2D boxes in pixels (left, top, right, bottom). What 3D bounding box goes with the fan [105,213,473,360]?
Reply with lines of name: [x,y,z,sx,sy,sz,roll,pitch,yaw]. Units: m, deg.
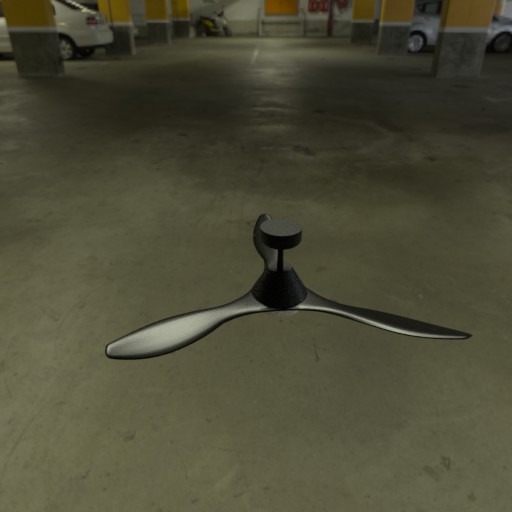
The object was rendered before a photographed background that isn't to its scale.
fan: [0.000,0.000,1.609,1.067,0.305,1.067,-8,30,-14]
